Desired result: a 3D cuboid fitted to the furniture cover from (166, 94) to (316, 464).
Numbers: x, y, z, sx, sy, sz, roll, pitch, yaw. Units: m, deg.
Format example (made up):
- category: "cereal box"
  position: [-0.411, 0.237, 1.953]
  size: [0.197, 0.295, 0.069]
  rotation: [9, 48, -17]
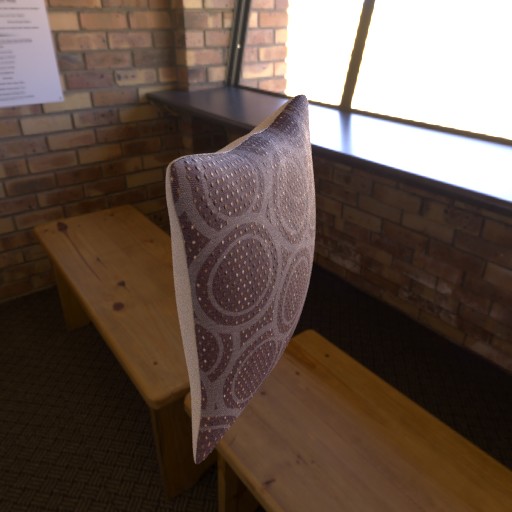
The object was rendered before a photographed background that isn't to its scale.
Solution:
- category: "furniture cover"
  position: [0.000, 0.000, 0.835]
  size: [0.193, 0.509, 0.552]
  rotation: [10, 30, 18]
